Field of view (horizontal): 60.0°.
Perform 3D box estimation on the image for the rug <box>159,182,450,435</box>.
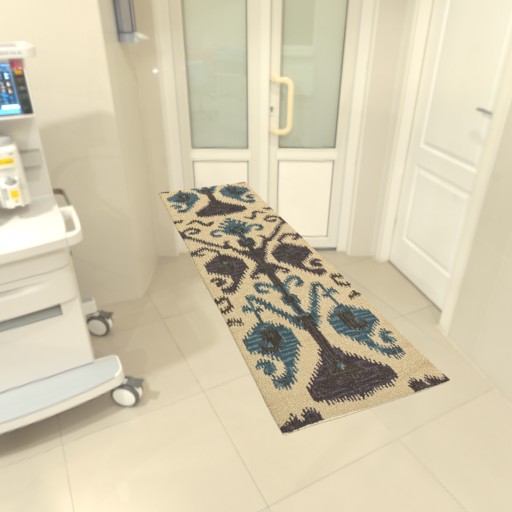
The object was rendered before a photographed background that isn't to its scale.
[{"bbox_3d":[0.000,0.000,2.488,0.692,0.017,2.301,-11,31,-18],"label":"rug"}]
